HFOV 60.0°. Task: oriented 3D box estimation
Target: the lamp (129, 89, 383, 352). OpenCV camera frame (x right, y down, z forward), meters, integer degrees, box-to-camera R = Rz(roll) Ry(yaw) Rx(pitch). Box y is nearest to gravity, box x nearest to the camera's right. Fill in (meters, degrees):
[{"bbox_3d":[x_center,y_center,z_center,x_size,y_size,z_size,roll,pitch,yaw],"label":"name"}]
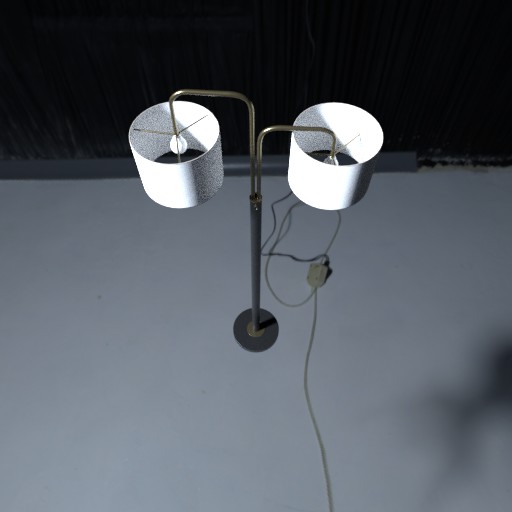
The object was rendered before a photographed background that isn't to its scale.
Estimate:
[{"bbox_3d":[0.000,0.000,1.803,0.711,1.587,0.254,1,58,0],"label":"lamp"}]
